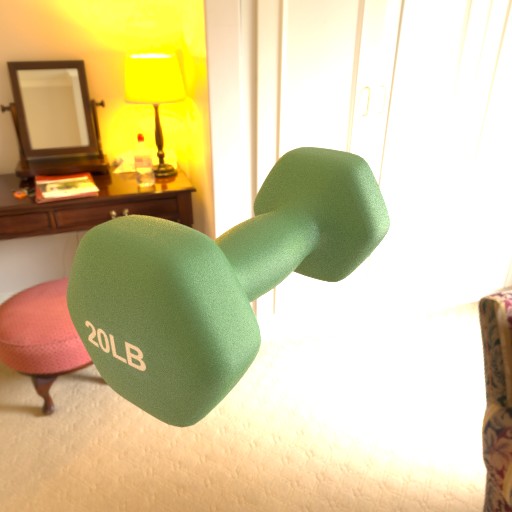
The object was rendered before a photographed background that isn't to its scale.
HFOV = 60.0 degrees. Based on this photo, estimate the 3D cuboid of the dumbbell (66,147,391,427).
[{"bbox_3d":[0.000,0.000,0.324,0.126,0.114,0.257,18,32,31],"label":"dumbbell"}]
